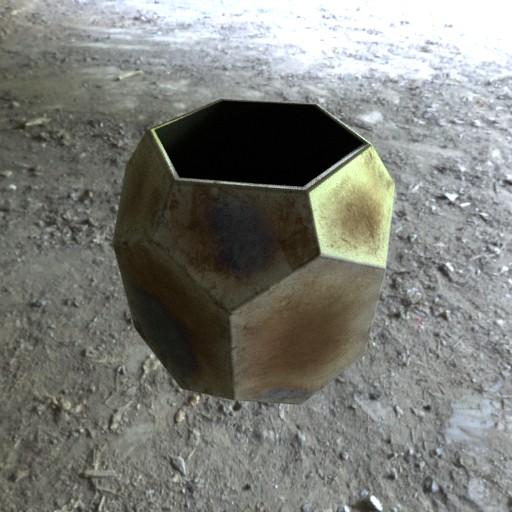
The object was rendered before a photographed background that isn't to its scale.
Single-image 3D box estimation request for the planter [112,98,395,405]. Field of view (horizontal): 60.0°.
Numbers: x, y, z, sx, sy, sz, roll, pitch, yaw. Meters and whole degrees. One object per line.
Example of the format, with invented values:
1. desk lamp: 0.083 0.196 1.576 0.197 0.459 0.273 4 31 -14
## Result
1. planter: 0.000 0.000 0.415 0.243 0.238 0.221 27 46 29
